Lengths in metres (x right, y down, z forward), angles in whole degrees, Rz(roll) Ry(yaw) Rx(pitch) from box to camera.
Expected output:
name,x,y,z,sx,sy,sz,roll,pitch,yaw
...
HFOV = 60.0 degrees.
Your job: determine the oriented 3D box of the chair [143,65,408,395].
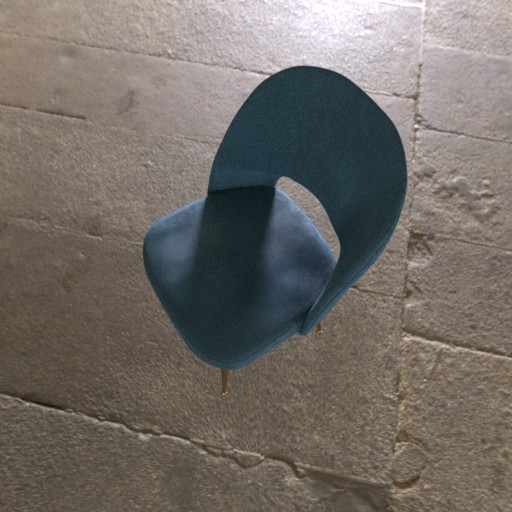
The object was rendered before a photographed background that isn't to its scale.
name,x,y,z,sx,sy,sz,roll,pitch,yaw
chair,0.000,0.000,1.239,0.577,0.860,0.527,-30,67,-14
